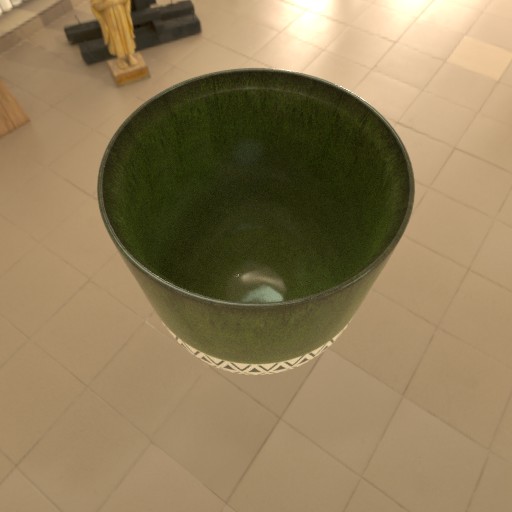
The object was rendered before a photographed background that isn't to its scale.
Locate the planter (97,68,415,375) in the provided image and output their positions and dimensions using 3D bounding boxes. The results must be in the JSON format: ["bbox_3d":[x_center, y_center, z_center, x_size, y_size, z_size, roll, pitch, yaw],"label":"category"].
[{"bbox_3d":[0.000,0.000,0.461,0.245,0.270,0.245,0,58,0],"label":"planter"}]
